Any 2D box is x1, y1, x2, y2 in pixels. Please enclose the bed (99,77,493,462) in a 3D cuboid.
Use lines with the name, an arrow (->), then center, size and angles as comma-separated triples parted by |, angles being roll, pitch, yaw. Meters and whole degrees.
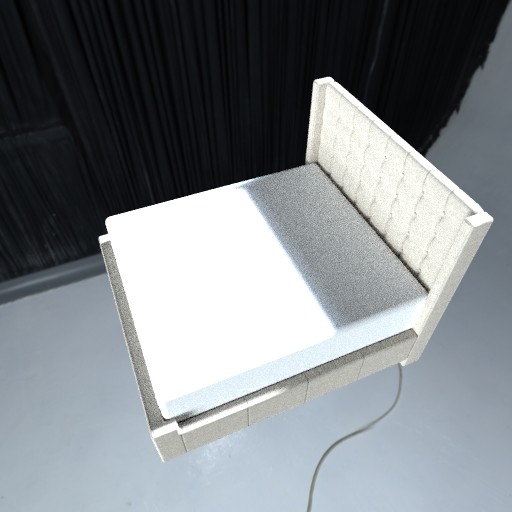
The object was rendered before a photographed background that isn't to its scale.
bed -> 0.000, 0.000, 3.679 | 2.370, 1.743, 2.045 | -18, 50, -15
